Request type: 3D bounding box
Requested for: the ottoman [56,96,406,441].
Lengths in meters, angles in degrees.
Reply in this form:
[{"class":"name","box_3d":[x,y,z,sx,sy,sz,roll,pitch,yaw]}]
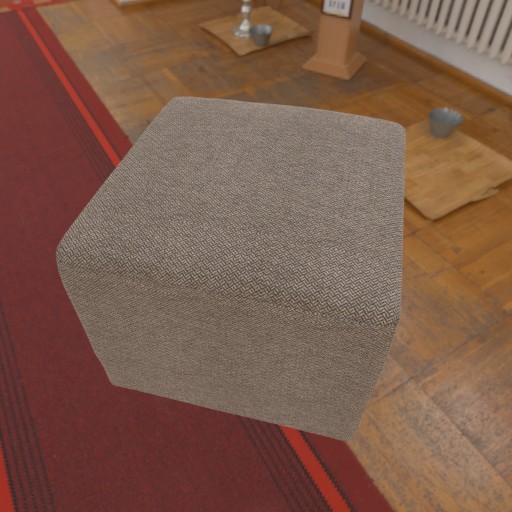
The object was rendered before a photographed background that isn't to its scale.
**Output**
[{"class":"ottoman","box_3d":[0.000,0.000,0.910,0.512,0.453,0.519,10,48,9]}]
